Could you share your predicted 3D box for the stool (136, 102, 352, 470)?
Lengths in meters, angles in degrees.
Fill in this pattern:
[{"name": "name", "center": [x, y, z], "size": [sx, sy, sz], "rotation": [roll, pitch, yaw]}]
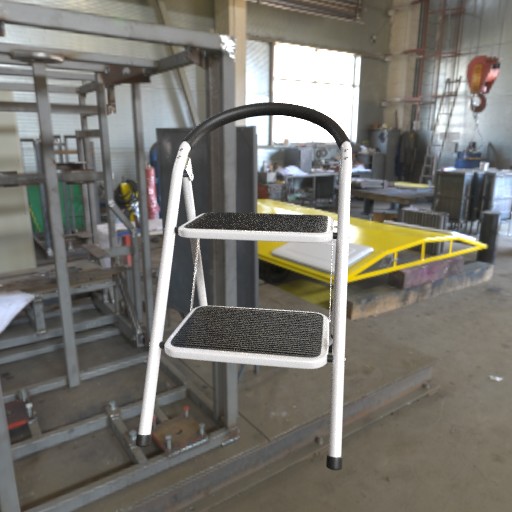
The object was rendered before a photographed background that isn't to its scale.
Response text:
[{"name": "stool", "center": [0.000, 0.000, 1.102], "size": [0.453, 0.760, 0.559], "rotation": [3, 15, 9]}]
